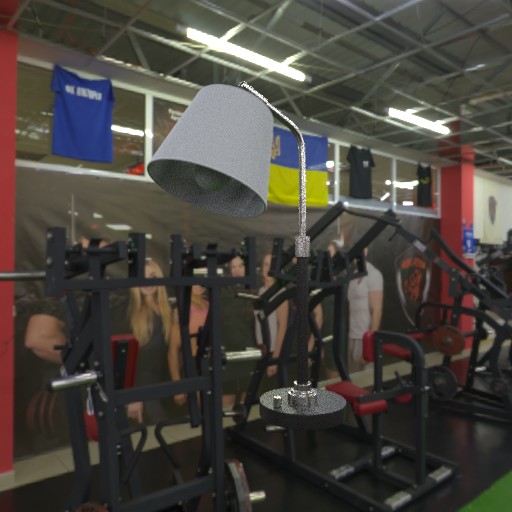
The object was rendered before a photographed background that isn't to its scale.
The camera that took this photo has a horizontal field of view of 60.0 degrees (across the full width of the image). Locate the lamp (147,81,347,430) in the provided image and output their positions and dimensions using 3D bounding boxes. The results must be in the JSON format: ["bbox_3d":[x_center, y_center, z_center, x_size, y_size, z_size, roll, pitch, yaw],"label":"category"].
[{"bbox_3d":[0.000,0.000,0.699,0.348,0.539,0.181,0,0,-37],"label":"lamp"}]
